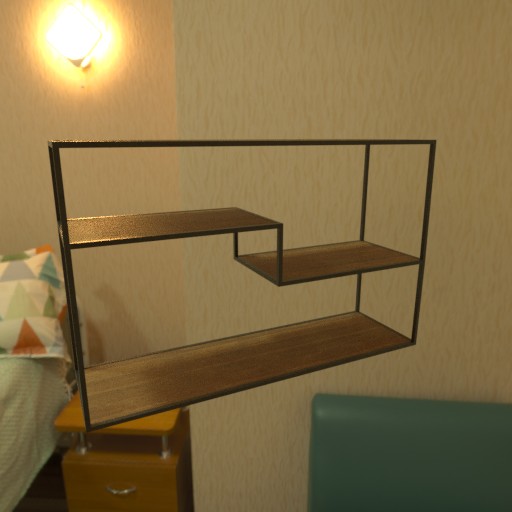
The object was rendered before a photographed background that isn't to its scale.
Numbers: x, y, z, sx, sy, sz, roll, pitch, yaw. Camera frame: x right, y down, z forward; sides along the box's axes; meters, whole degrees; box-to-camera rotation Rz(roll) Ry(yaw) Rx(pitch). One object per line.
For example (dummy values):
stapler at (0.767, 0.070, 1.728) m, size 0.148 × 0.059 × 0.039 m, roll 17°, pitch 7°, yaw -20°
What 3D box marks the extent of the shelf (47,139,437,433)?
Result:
shelf at (0.000, 0.000, 1.511) m, size 1.201 × 0.765 × 0.361 m, roll -7°, pitch 17°, yaw -25°
